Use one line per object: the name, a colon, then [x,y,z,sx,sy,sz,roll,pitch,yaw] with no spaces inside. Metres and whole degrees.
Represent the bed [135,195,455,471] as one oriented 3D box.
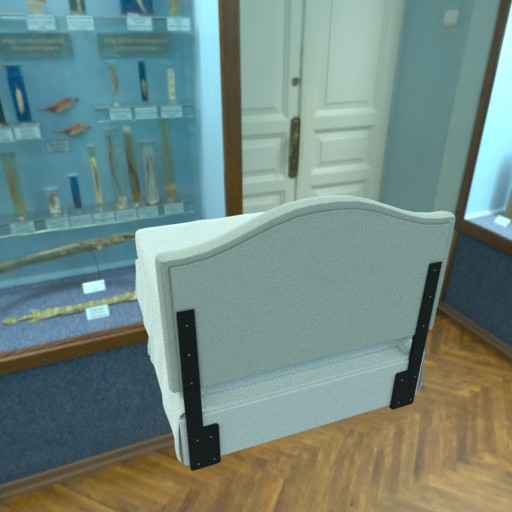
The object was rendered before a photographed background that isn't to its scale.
bed: [0.000,0.000,3.476,1.813,1.607,2.180,-9,28,-18]
